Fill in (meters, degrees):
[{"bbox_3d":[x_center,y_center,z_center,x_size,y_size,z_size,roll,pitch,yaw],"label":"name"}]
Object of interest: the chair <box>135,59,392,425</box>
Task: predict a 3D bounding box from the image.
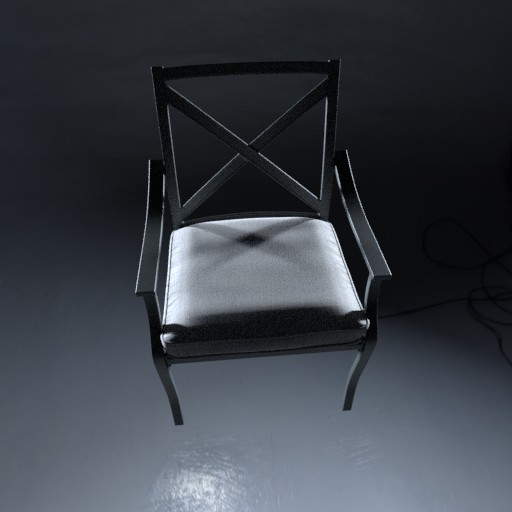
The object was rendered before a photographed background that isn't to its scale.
[{"bbox_3d":[0.000,0.000,1.283,0.575,0.889,0.620,-4,47,-3],"label":"chair"}]
